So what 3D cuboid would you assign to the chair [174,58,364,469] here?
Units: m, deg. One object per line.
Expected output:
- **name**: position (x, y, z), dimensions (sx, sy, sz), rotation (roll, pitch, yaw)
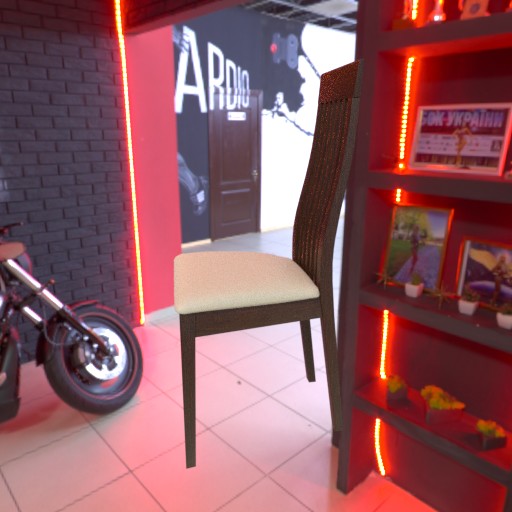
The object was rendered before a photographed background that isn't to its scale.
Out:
- **chair**: position (0.000, 0.000, 1.284), dimensions (0.474, 1.027, 0.460), rotation (-3, 16, -10)
